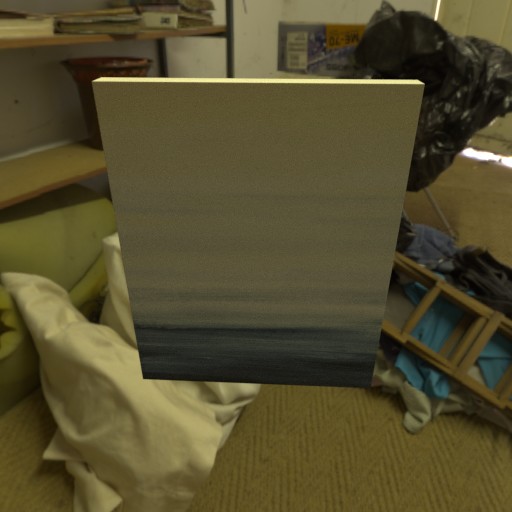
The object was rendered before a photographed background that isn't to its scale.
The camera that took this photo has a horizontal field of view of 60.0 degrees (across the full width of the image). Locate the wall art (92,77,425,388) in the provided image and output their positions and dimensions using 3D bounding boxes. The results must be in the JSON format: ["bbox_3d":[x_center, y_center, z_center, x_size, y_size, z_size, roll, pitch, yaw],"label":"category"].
[{"bbox_3d":[0.000,0.000,0.818,0.489,0.608,0.040,2,30,3],"label":"wall art"}]
